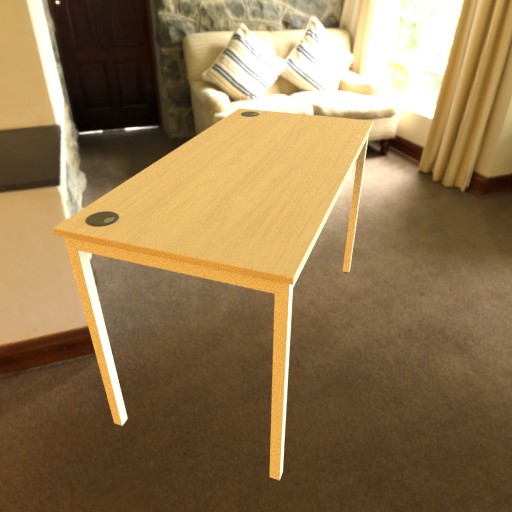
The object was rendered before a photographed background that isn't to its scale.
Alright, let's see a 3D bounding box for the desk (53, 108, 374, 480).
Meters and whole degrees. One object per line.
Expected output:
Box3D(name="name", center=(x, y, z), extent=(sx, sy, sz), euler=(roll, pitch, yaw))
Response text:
Box3D(name="desk", center=(0.000, 0.000, 1.651), extent=(0.600, 0.750, 1.200), euler=(11, 34, 17))
